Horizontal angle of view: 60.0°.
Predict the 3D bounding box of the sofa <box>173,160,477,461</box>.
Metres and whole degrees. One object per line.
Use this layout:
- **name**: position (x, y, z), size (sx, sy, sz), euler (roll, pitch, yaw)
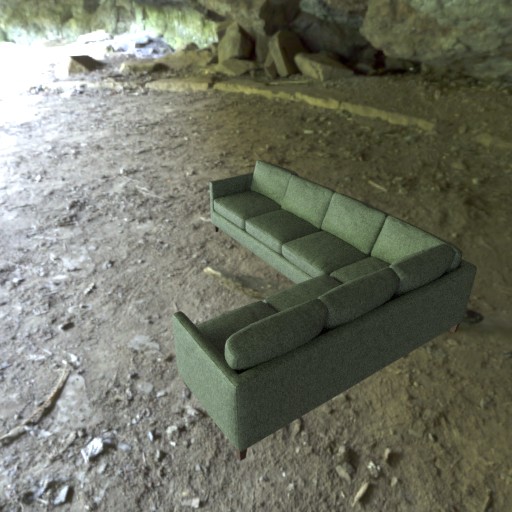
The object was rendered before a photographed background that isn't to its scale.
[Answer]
- **sofa**: position (0.000, 0.000, 4.588), size (2.593, 0.947, 3.302), euler (-19, 35, -29)
